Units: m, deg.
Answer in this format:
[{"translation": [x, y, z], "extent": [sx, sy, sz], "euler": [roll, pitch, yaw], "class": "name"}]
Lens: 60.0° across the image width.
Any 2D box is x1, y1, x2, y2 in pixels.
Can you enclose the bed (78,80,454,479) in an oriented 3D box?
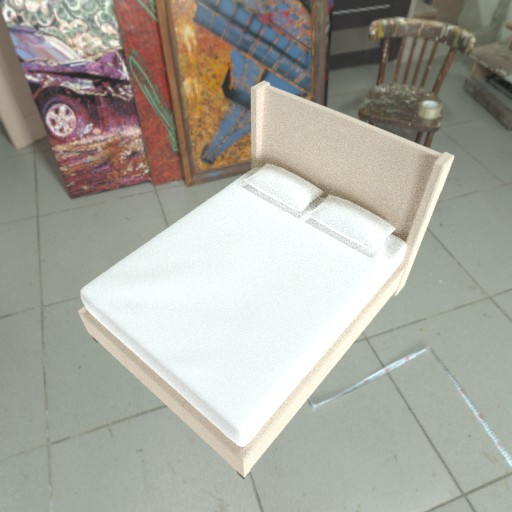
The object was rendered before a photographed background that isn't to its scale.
[{"translation": [0.000, 0.000, 3.481], "extent": [1.778, 1.471, 2.293], "euler": [32, 55, 26], "class": "bed"}]
